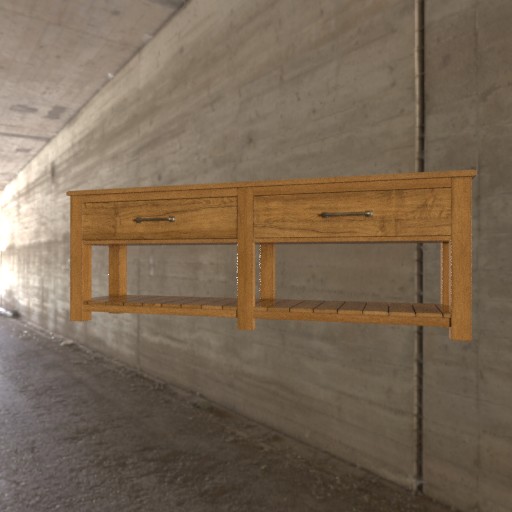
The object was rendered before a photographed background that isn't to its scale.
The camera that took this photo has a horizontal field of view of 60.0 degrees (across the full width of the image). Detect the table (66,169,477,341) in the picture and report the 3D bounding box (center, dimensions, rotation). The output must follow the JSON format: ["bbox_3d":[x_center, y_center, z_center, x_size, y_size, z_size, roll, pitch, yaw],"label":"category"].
[{"bbox_3d":[0.000,0.000,2.079,1.815,0.635,0.425,0,0,17],"label":"table"}]
